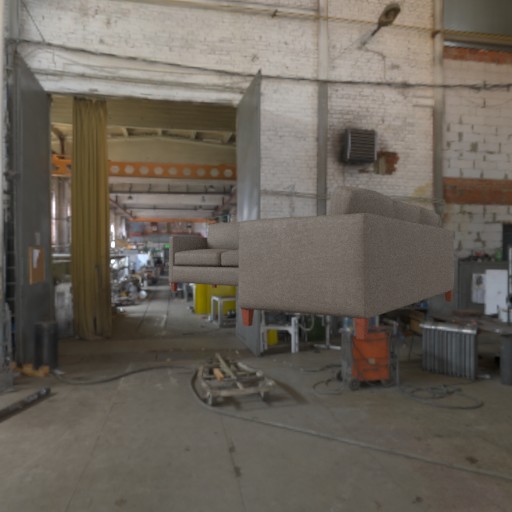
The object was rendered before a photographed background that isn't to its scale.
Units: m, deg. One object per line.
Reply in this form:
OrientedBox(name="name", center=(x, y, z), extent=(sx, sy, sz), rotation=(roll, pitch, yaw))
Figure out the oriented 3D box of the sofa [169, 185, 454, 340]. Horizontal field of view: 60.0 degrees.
OrientedBox(name="sofa", center=(0.000, 0.000, 4.508), extent=(3.302, 0.947, 2.593), rotation=(0, 1, 35))
